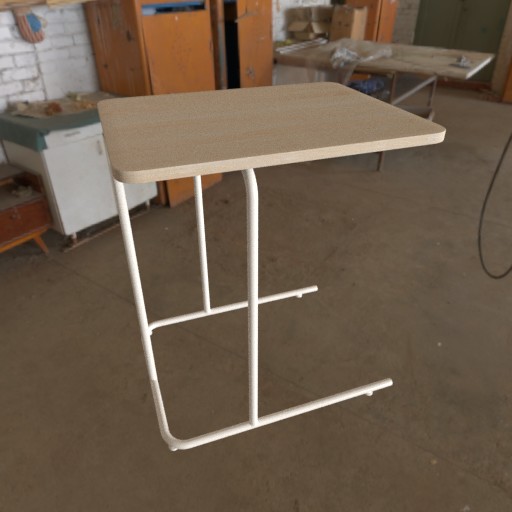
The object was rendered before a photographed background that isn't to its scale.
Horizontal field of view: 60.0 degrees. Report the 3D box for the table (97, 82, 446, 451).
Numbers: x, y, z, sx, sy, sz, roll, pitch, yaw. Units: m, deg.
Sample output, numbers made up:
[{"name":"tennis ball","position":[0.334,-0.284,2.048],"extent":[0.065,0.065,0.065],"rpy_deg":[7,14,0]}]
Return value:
[{"name":"table","position":[0.000,0.000,0.870],"extent":[0.480,0.550,0.370],"rpy_deg":[-11,34,-17]}]
